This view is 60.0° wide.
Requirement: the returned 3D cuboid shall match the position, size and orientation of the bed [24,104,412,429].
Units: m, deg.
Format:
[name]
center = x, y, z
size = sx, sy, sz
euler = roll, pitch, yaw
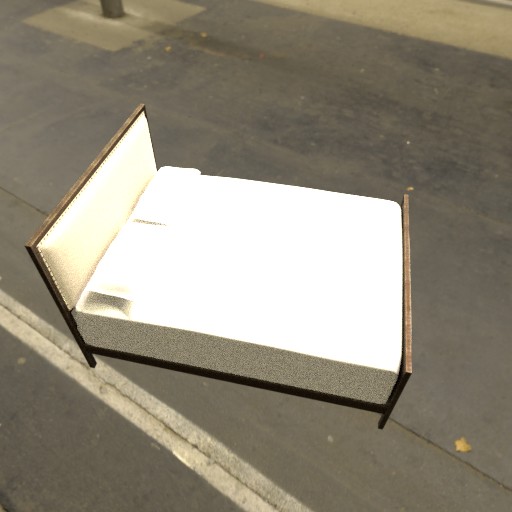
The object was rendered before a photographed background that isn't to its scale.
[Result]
[bed]
center = 0.000, 0.000, 3.255
size = 2.221, 1.313, 1.607
euler = 9, 47, 9
